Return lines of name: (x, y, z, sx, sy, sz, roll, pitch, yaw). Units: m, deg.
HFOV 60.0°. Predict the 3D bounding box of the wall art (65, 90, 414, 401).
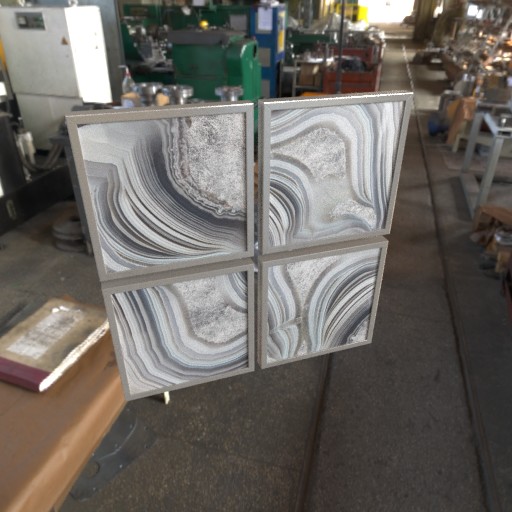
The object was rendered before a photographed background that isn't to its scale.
wall art: (0.000, 0.000, 0.910, 0.611, 0.611, 0.029, -9, 31, -16)
